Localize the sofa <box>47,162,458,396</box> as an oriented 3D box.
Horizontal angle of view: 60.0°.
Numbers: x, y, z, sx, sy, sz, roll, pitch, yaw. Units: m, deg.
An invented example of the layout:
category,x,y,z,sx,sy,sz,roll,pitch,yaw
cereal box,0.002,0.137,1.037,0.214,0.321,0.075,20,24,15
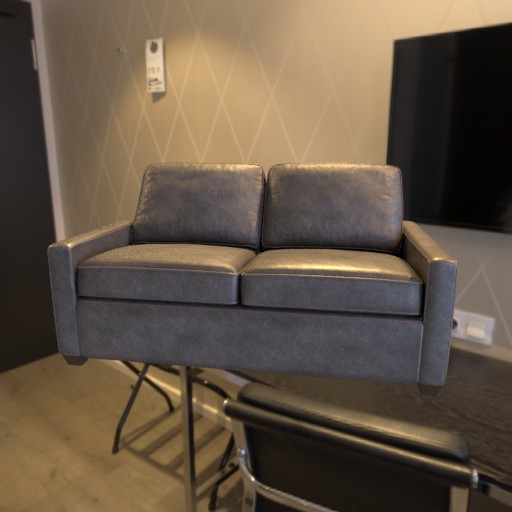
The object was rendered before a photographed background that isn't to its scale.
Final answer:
category,x,y,z,sx,sy,sz,roll,pitch,yaw
sofa,0.000,0.000,2.270,1.732,0.916,0.939,2,14,9
